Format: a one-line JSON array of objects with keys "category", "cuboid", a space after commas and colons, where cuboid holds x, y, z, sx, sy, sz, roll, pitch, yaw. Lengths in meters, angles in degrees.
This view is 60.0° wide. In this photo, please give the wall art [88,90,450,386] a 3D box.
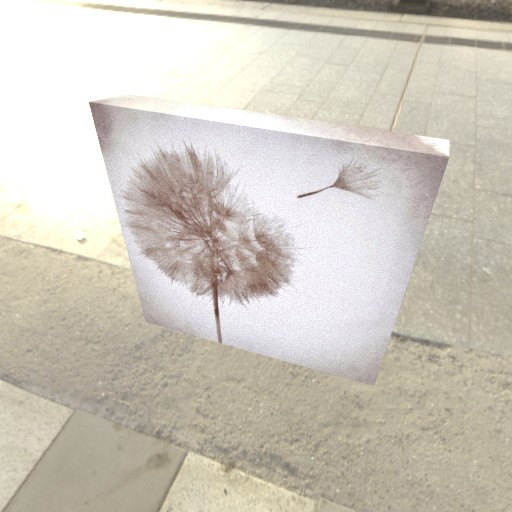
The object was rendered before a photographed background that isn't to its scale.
[{"category": "wall art", "cuboid": [0.000, 0.000, 0.467, 0.303, 0.303, 0.028, 13, 44, 14]}]
